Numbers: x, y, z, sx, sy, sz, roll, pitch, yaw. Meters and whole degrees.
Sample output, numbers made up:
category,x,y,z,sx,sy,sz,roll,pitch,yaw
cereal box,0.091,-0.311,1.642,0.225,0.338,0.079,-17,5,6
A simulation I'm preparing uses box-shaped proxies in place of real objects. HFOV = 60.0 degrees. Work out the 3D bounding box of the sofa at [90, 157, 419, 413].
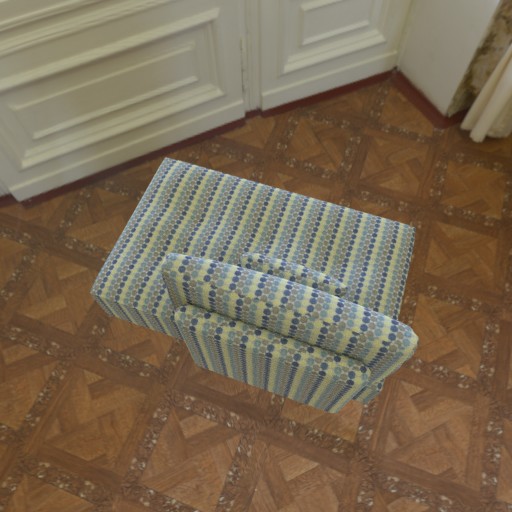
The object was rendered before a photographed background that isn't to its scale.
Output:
category,x,y,z,sx,sy,sz,roll,pitch,yaw
sofa,0.000,0.000,2.097,1.450,0.820,1.000,17,64,9
